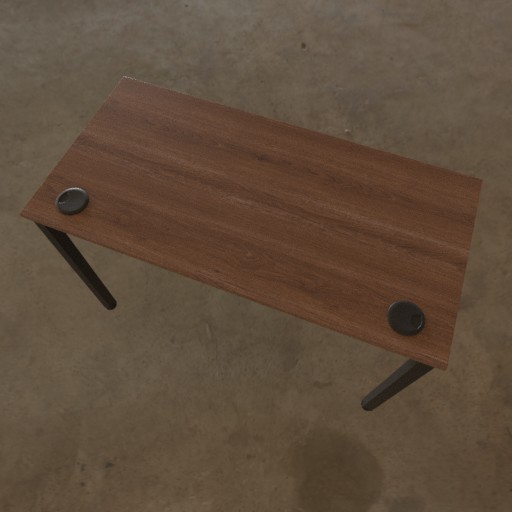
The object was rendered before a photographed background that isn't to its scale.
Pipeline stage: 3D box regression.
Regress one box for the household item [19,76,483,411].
[{"bbox_3d":[0.000,0.000,1.603,1.200,0.750,0.600,19,64,10],"label":"household item"}]
